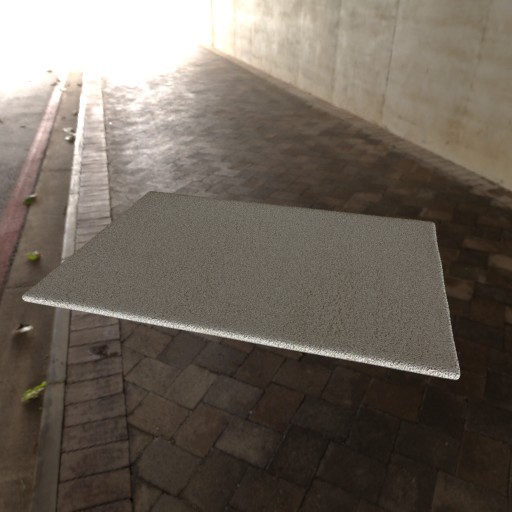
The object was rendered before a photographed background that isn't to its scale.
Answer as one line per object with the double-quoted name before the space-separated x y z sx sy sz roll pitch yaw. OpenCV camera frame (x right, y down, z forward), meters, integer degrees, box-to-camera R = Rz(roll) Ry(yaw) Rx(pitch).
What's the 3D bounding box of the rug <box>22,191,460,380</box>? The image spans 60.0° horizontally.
"rug" 0.000 0.000 2.221 1.778 0.030 1.219 8 32 13
